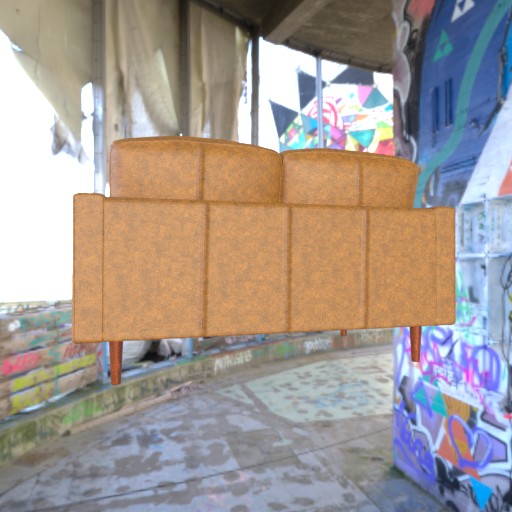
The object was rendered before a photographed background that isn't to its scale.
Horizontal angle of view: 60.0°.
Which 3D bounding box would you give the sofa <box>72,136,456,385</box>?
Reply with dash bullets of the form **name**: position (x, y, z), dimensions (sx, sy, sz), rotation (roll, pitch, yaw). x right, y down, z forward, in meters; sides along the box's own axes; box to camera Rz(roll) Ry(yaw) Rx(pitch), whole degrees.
- **sofa**: position (0.000, 0.000, 2.170), dimensions (1.578, 0.951, 0.909), rotation (0, 0, -16)
